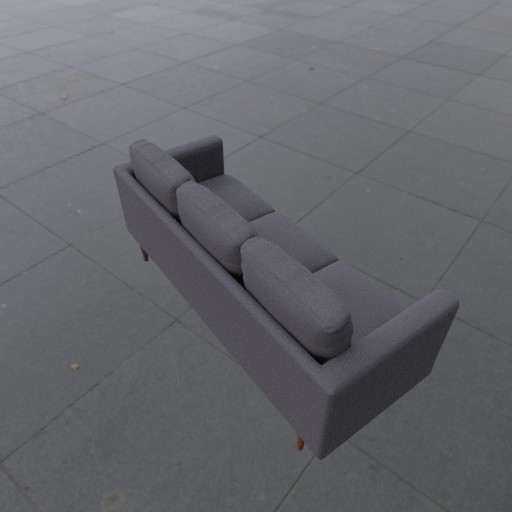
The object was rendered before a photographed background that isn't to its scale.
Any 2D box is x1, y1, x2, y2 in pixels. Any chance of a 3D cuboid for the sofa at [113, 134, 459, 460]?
[{"bbox_3d":[0.000,0.000,2.535,0.802,0.912,2.029,-26,47,-26],"label":"sofa"}]
